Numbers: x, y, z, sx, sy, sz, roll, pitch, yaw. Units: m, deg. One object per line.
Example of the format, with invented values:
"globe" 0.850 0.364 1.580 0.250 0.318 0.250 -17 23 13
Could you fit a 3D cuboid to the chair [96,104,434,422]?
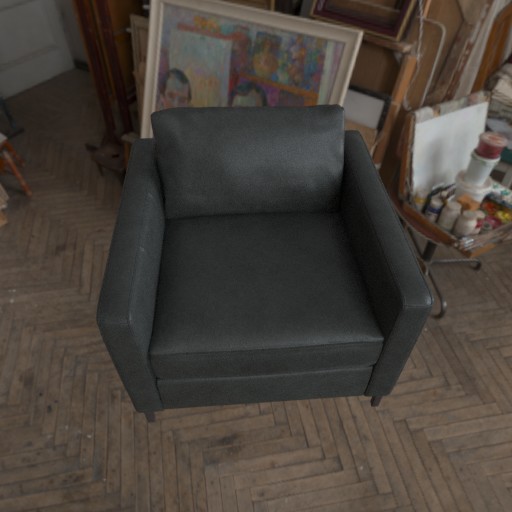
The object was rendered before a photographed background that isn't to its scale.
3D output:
"chair" 0.000 0.000 1.509 0.967 0.824 0.861 -3 46 -3
